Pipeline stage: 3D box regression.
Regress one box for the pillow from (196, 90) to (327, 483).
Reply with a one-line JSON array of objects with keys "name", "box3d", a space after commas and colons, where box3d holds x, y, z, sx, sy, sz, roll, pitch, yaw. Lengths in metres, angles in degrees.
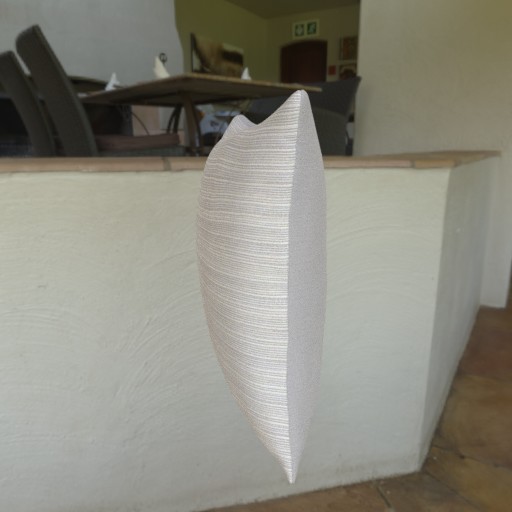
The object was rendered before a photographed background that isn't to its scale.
[{"name": "pillow", "box3d": [0.000, 0.000, 0.769, 0.204, 0.497, 0.512, -2, 14, -9]}]
